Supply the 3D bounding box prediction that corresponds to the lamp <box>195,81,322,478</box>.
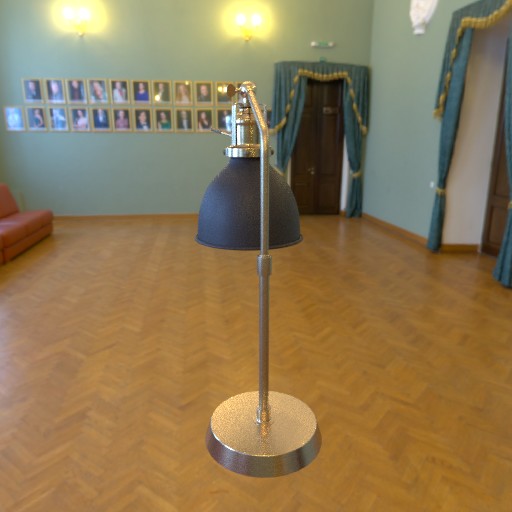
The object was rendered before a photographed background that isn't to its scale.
[{"bbox_3d":[0.000,0.000,0.597,0.160,0.456,0.291,-2,15,-9],"label":"lamp"}]
